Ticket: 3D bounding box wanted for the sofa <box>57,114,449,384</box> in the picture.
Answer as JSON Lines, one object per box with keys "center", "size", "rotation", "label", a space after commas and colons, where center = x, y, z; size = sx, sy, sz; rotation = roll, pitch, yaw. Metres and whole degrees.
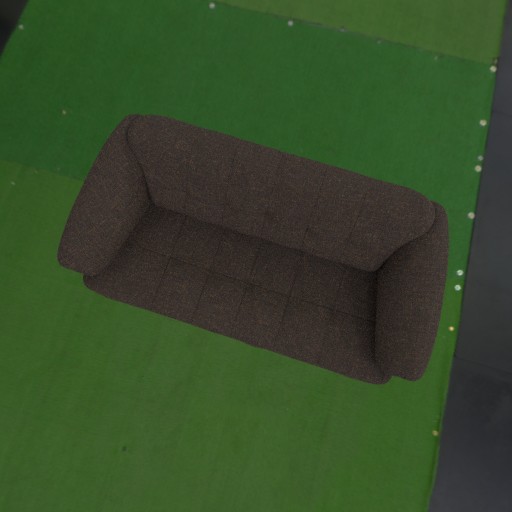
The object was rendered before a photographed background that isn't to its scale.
{"center": [0.000, 0.000, 2.330], "size": [1.849, 0.790, 0.887], "rotation": [17, 77, 4], "label": "sofa"}
